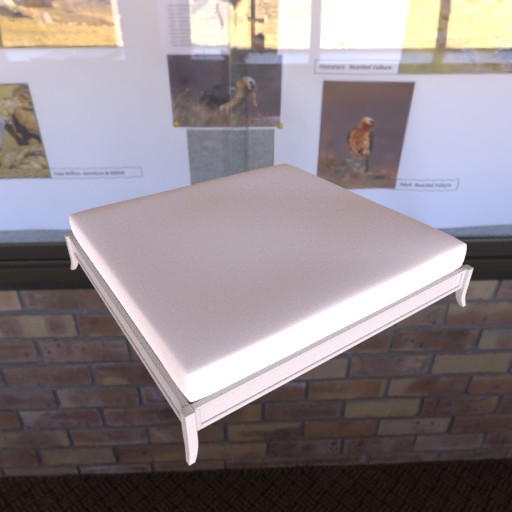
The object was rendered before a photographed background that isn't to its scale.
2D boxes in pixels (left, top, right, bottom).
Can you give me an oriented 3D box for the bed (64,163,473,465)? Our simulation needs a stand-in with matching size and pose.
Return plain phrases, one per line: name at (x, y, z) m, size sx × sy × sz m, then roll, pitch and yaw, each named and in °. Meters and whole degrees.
bed at (0.000, 0.000, 3.102) m, size 2.108 × 0.510 × 2.007 m, roll -19°, pitch 36°, yaw -29°
